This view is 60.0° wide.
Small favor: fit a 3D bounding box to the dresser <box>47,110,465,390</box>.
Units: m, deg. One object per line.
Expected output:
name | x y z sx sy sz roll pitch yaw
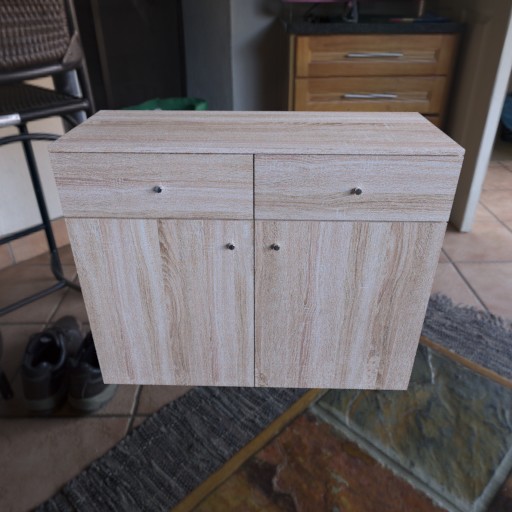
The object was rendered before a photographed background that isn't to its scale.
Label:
dresser | 0.000 0.000 1.570 1.100 0.900 0.450 1 30 1
